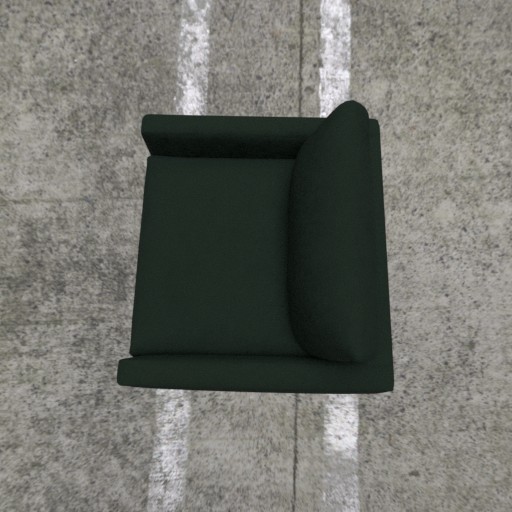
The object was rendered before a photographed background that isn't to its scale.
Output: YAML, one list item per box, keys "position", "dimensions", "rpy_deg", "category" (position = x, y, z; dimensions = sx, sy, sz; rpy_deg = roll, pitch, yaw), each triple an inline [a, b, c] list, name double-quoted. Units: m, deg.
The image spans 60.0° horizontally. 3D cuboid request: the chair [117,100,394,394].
- position: [0.000, 0.000, 1.640]
  dimensions: [0.866, 0.861, 0.963]
  rpy_deg: [1, 75, 0]
  category: "chair"
